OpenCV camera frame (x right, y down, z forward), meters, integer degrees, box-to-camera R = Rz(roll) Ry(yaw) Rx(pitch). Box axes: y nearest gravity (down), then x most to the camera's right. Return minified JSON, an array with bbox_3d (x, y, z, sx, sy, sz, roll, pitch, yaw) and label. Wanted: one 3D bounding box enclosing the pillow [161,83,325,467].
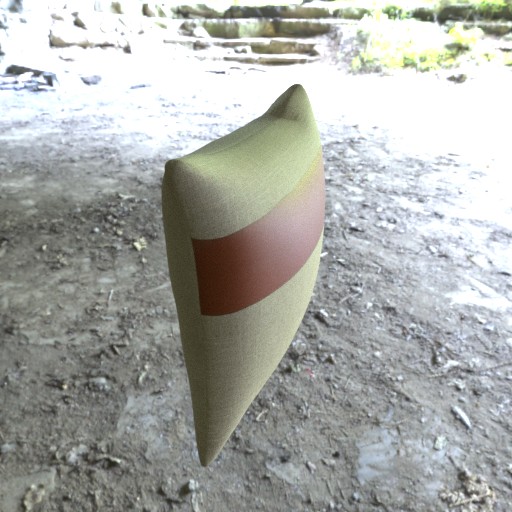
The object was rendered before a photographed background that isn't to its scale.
[{"bbox_3d":[0.000,0.000,0.623,0.173,0.399,0.414,10,31,17],"label":"pillow"}]
